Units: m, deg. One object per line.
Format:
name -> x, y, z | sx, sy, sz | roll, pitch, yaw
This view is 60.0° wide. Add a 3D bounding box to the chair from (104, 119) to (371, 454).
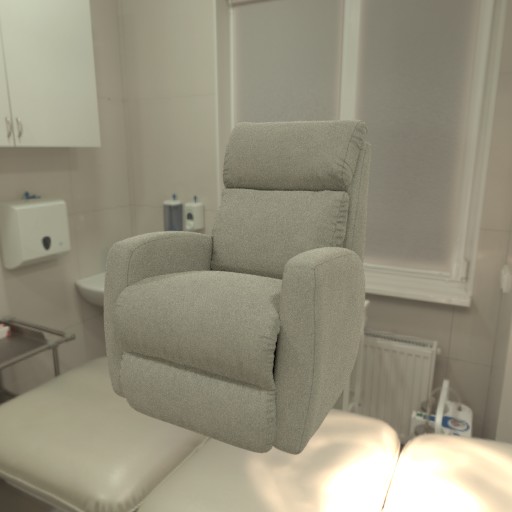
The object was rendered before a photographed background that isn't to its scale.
chair -> 0.000, 0.000, 1.685 | 0.794, 1.021, 0.940 | 7, 15, 27
